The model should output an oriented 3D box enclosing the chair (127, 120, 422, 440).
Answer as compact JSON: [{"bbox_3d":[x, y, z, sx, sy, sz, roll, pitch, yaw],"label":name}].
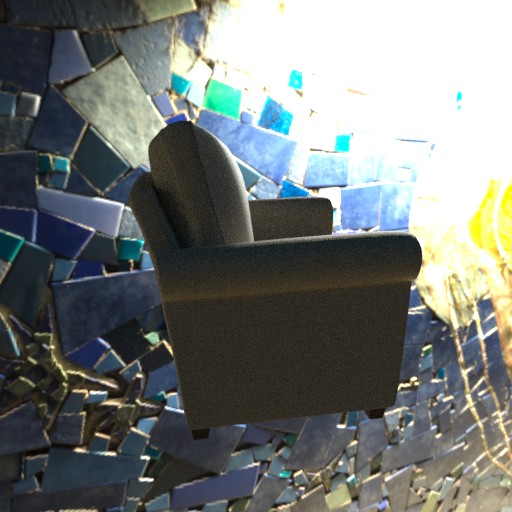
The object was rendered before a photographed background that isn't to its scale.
[{"bbox_3d":[0.000,0.000,2.330,1.180,1.349,1.275,-3,16,-10],"label":"chair"}]
